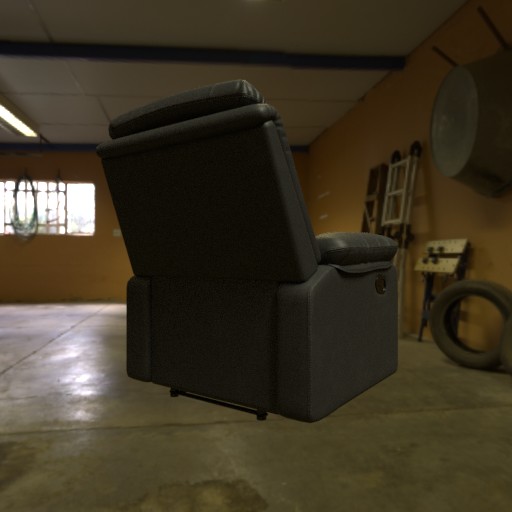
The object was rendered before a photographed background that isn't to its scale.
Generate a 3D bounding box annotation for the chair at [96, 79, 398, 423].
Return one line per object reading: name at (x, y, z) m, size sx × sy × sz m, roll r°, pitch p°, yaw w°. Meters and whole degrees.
chair at (0.000, 0.000, 1.654) m, size 0.855 × 0.992 × 0.919 m, roll 0°, pitch 0°, yaw 36°
